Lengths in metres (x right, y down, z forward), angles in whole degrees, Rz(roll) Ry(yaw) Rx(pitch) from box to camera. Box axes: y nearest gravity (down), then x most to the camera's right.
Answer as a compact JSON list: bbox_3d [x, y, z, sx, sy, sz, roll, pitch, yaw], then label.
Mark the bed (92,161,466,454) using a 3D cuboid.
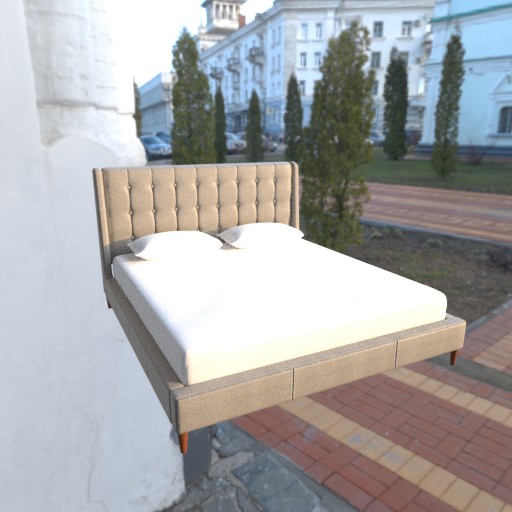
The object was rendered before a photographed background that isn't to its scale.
[{"bbox_3d":[0.000,0.000,3.502,2.062,1.289,2.342,-8,17,-26],"label":"bed"}]
